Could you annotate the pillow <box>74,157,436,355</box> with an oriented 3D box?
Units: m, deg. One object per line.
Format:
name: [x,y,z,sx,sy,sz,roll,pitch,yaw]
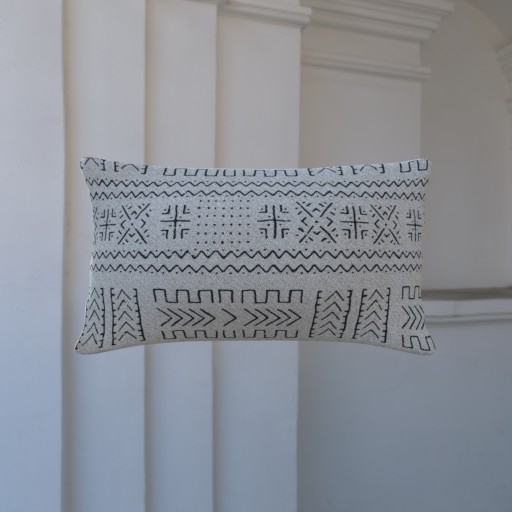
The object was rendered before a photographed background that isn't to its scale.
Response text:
pillow: [0.000,0.000,0.797,0.637,0.352,0.188,0,-1,-1]
